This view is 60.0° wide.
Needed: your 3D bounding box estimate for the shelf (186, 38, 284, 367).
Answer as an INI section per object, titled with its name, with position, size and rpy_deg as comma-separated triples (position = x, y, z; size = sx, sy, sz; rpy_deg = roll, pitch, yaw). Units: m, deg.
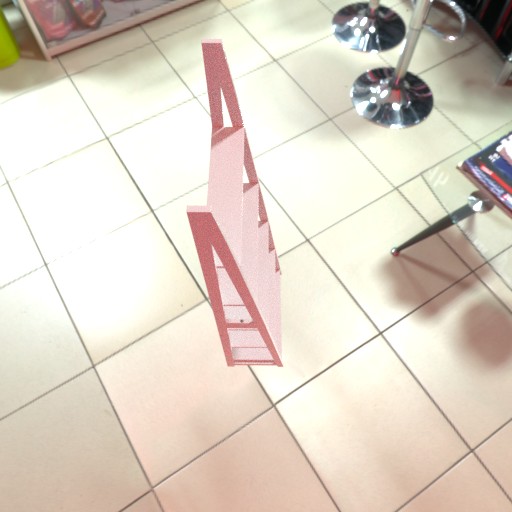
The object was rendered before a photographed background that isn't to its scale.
[shelf]
position = 0.000, 0.000, 2.036
size = 0.341, 1.779, 0.636
rpy_deg = 0, 64, 0
